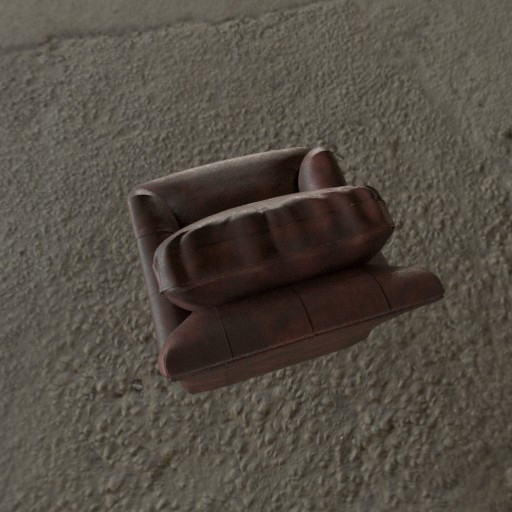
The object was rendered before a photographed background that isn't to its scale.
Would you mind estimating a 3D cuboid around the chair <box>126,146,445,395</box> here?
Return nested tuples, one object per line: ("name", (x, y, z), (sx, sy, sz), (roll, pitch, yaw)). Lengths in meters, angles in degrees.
("chair", (0.000, 0.000, 1.966), (0.987, 1.051, 1.156), (-15, 60, -9))
